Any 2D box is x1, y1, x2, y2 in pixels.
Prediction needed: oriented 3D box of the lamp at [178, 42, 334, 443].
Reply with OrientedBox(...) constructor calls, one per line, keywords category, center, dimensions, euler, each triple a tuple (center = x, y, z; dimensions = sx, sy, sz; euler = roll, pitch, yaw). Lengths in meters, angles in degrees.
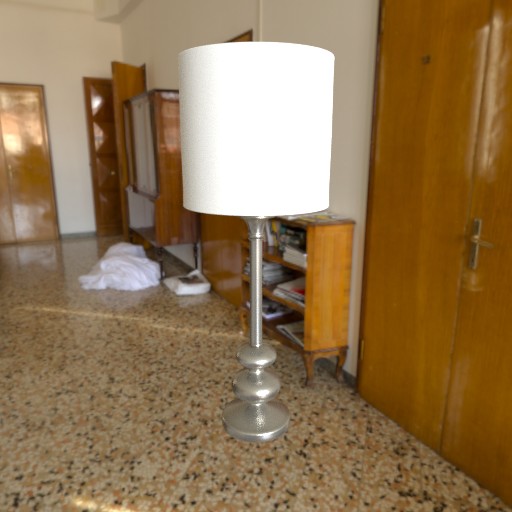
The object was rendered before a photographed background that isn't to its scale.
OrientedBox(category="lamp", center=(0.000, 0.000, 0.808), dimensions=(0.254, 0.690, 0.254), euler=(7, 16, 25))
